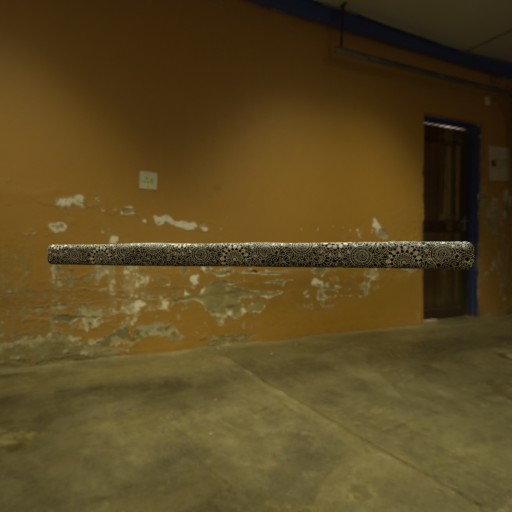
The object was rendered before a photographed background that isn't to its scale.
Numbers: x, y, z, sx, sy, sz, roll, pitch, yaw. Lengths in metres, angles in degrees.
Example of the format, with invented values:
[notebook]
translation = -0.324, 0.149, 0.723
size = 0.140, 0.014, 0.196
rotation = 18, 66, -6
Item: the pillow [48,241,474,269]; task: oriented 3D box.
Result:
[pillow]
translation = 0.000, 0.000, 1.348
size = 1.187, 0.081, 0.492
rotation = 0, 1, 19
